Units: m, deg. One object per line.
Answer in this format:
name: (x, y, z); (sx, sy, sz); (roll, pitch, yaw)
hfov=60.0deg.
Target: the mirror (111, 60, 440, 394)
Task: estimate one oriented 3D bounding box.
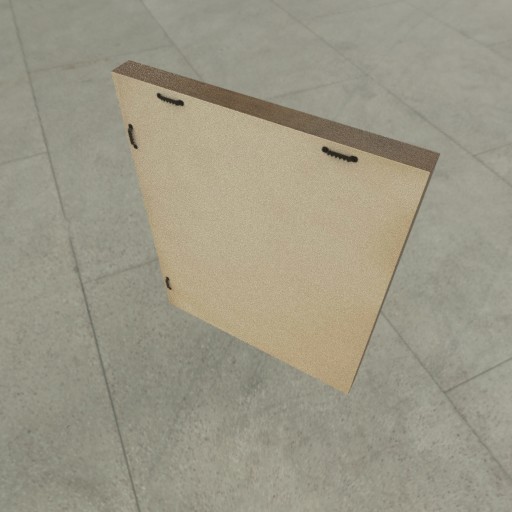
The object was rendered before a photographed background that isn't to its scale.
mirror: (0.000, 0.000, 0.693); (0.406, 0.509, 0.041); (23, 53, 19)
